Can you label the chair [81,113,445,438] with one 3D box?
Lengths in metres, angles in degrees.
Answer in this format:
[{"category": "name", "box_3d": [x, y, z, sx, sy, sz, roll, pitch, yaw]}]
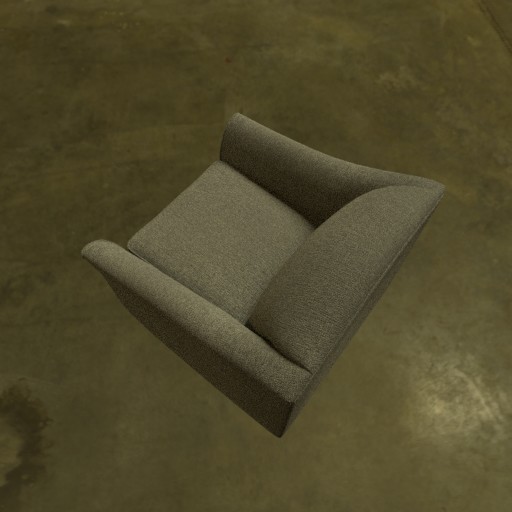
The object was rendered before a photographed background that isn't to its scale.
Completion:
[{"category": "chair", "box_3d": [0.000, 0.000, 1.470, 0.787, 0.839, 0.763, 34, 66, 18]}]
